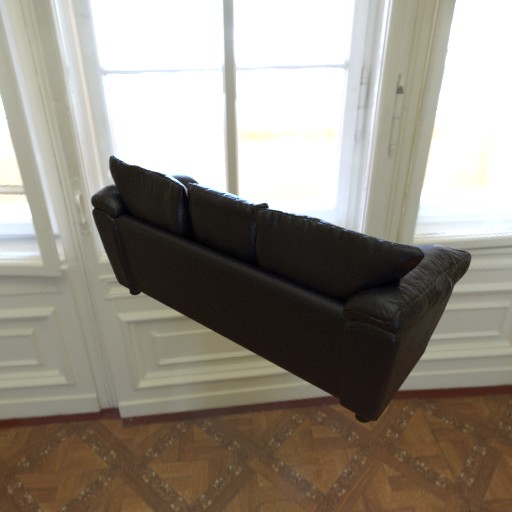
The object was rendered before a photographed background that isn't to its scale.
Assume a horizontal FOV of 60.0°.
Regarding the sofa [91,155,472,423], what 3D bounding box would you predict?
[{"bbox_3d":[0.000,0.000,2.840,2.336,1.073,0.880,21,35,33],"label":"sofa"}]
